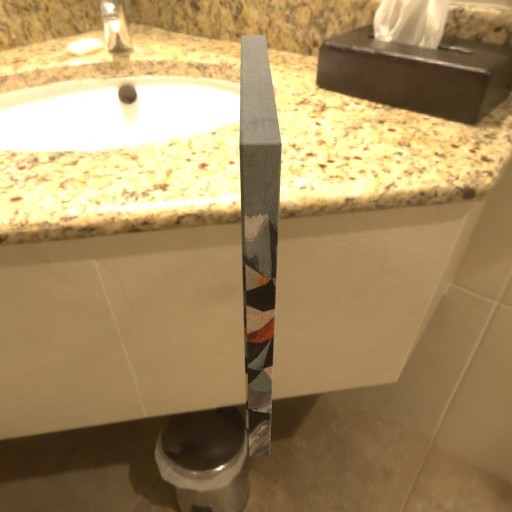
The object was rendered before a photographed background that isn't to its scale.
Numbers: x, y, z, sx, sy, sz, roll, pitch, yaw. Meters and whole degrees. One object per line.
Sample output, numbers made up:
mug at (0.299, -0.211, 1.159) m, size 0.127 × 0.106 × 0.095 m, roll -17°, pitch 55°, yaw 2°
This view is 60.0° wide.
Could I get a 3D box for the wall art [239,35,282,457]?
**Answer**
wall art at (0.000, 0.000, 1.147) m, size 0.061 × 0.911 × 0.609 m, roll -1°, pitch 39°, yaw -1°
